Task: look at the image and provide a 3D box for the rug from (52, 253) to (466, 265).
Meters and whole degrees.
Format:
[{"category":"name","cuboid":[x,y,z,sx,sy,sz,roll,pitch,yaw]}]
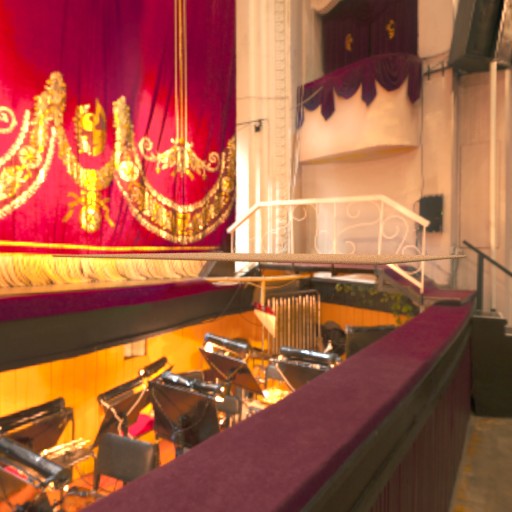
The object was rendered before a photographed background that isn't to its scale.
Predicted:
[{"category":"rug","cuboid":[0.000,0.000,2.894,2.244,0.017,1.532,1,1,36]}]
